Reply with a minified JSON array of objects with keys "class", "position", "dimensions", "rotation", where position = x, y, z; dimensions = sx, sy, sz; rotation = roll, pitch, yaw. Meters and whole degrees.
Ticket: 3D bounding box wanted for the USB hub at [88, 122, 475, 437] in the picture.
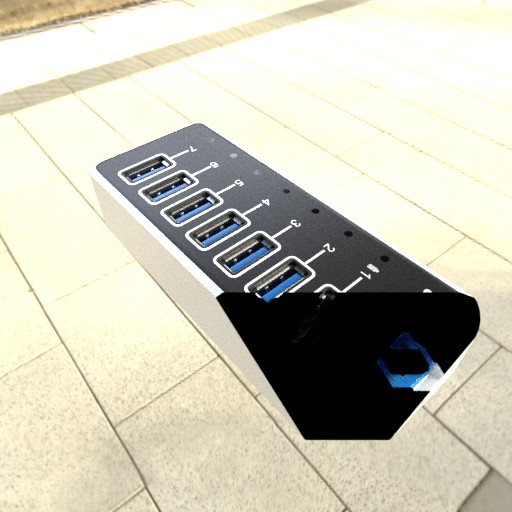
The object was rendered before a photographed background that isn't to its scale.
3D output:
[{"class":"USB hub","position":[0.000,0.000,0.124],"dimensions":[0.044,0.023,0.110],"rotation":[-32,54,-27]}]
